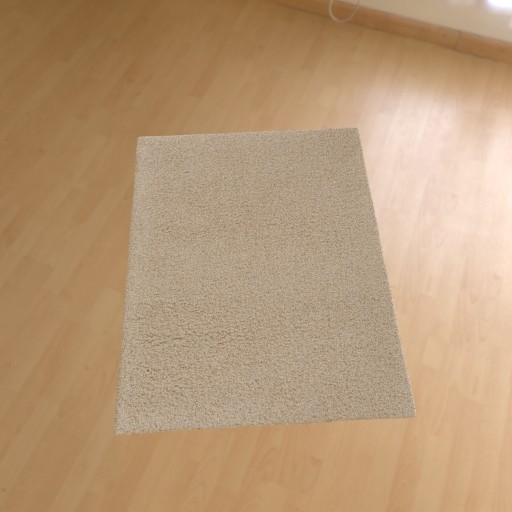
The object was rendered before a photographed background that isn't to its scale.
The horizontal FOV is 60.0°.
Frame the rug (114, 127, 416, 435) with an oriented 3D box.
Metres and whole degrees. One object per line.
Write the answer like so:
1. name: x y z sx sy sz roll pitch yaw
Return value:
1. rug: 0.000 0.000 4.226 2.438 0.029 3.047 -3 64 -1
